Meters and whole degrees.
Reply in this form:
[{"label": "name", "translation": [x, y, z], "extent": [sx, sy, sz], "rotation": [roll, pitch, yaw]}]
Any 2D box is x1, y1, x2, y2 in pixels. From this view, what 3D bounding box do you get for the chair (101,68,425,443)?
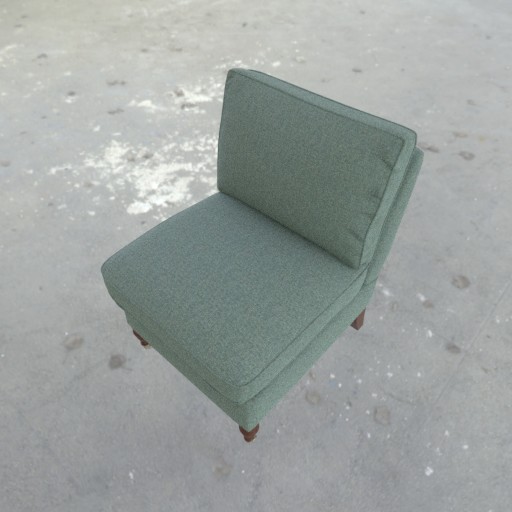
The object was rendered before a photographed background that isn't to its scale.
[{"label": "chair", "translation": [0.000, 0.000, 1.415], "extent": [0.624, 0.901, 0.796], "rotation": [33, 55, 28]}]
